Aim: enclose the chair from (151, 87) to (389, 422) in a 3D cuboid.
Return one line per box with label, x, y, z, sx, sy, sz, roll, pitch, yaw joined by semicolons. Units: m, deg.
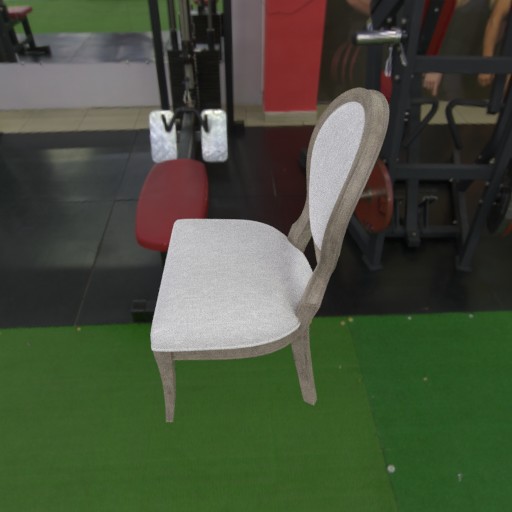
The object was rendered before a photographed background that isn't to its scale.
chair;0.000;0.000;1.346;0.602;0.990;0.558;0;41;0
